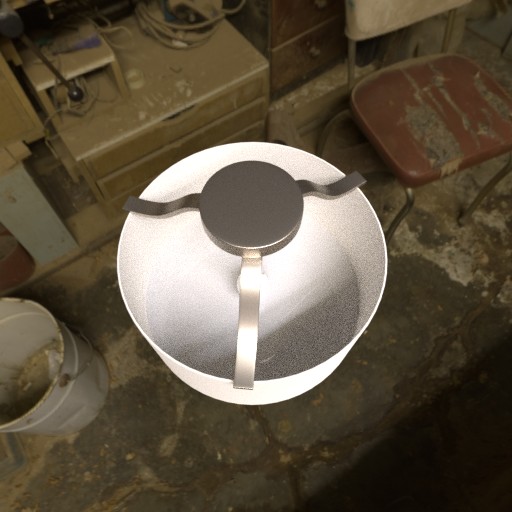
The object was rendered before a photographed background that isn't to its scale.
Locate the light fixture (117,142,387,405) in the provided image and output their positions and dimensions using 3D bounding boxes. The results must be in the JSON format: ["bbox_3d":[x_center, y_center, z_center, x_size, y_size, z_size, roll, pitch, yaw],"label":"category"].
[{"bbox_3d":[0.000,0.000,0.666,0.395,0.304,0.395,0,63,0],"label":"light fixture"}]
